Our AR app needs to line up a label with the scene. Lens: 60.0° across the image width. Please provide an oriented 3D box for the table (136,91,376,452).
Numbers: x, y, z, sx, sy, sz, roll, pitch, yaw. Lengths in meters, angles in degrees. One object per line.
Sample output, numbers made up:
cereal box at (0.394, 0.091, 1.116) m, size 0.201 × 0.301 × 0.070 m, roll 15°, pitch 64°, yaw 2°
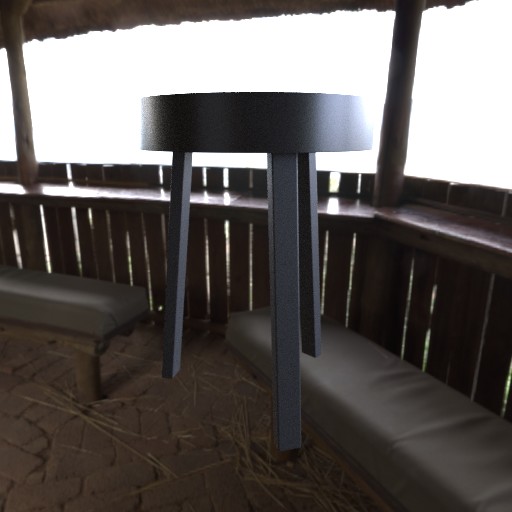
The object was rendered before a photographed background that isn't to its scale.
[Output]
table at (0.000, 0.000, 0.848) m, size 0.406 × 0.559 × 0.406 m, roll 0°, pitch 16°, yaw 0°
